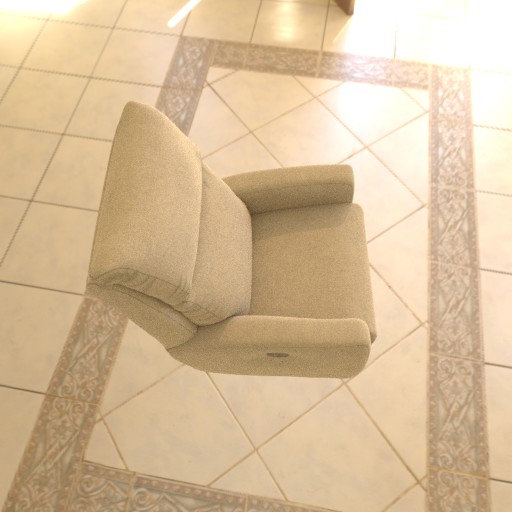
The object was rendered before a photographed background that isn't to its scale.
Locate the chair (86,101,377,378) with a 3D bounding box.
[{"bbox_3d":[0.000,0.000,1.688,0.940,1.021,0.794,1,64,0],"label":"chair"}]
